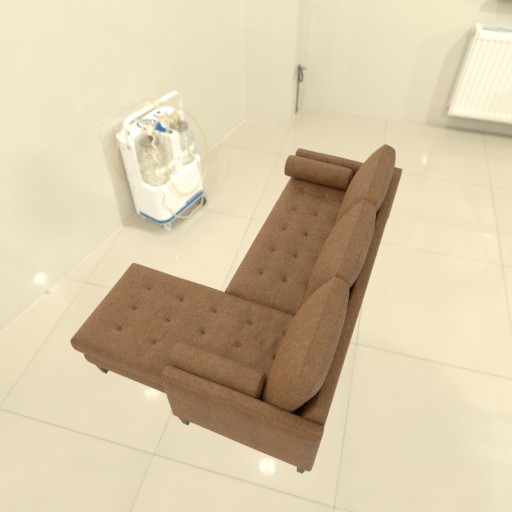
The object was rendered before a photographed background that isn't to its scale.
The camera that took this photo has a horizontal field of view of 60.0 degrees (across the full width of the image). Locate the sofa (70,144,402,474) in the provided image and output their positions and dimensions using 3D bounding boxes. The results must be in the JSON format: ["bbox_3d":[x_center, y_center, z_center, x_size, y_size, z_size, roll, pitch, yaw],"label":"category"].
[{"bbox_3d":[0.000,0.000,2.973,1.506,0.876,2.178,17,49,15],"label":"sofa"}]
